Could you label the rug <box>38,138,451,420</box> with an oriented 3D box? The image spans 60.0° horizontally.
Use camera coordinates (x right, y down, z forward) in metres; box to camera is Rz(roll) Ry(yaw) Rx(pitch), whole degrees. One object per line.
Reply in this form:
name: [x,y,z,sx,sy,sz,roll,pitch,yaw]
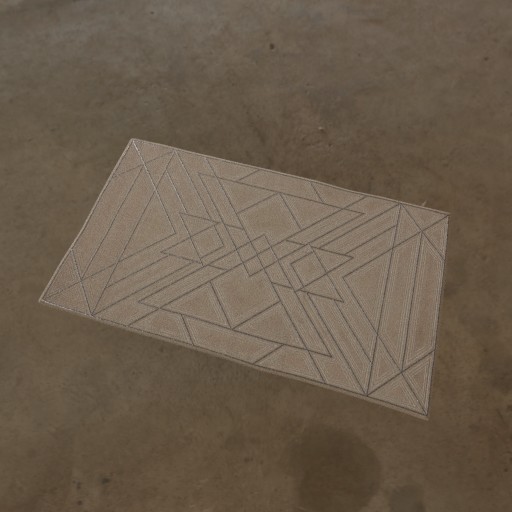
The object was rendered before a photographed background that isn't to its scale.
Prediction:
rug: [0.000,0.000,1.048,0.869,0.008,0.511,15,63,8]
